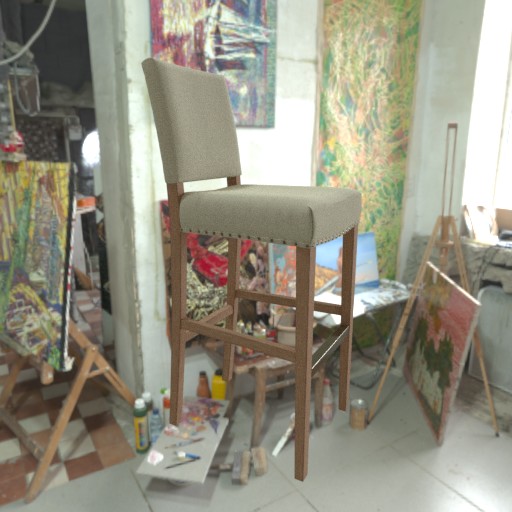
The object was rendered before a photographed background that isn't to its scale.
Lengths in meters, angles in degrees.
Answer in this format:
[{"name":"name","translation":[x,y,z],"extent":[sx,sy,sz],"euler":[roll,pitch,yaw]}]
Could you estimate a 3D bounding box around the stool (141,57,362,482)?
[{"name":"stool","translation":[0.000,0.000,1.396],"extent":[0.546,1.143,0.428],"euler":[8,16,28]}]
